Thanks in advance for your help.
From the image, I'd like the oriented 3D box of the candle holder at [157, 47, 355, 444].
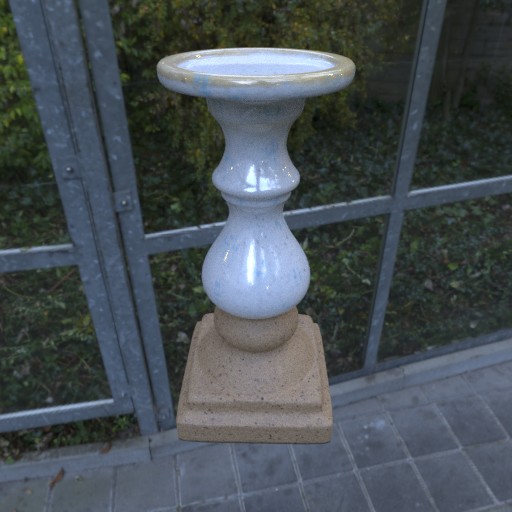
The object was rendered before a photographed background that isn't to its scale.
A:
[{"bbox_3d":[0.000,0.000,0.292,0.110,0.239,0.110,1,32,1],"label":"candle holder"}]
